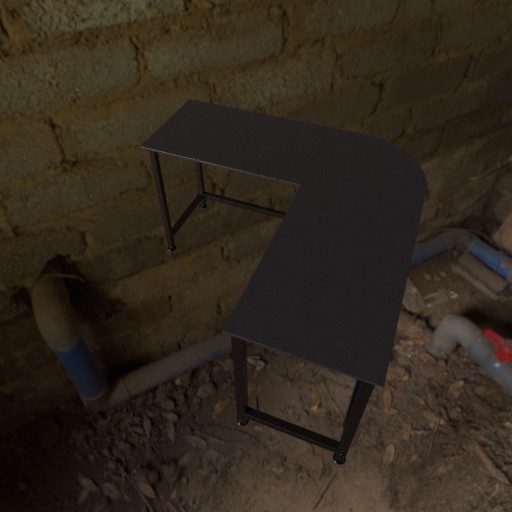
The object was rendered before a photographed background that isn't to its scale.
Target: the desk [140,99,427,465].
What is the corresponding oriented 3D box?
[{"bbox_3d":[0.000,0.000,2.253,1.400,0.762,1.400,16,49,15],"label":"desk"}]
